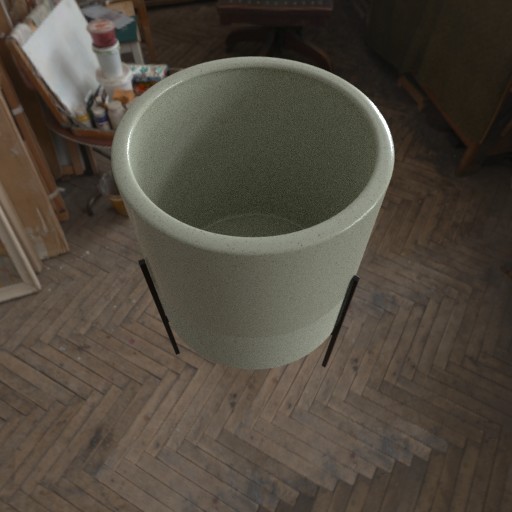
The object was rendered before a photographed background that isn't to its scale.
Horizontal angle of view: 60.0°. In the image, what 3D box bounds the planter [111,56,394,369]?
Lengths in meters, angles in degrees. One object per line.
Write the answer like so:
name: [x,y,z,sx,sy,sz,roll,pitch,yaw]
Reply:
planter: [0.000,0.000,0.691,0.323,0.475,0.314,30,61,18]
